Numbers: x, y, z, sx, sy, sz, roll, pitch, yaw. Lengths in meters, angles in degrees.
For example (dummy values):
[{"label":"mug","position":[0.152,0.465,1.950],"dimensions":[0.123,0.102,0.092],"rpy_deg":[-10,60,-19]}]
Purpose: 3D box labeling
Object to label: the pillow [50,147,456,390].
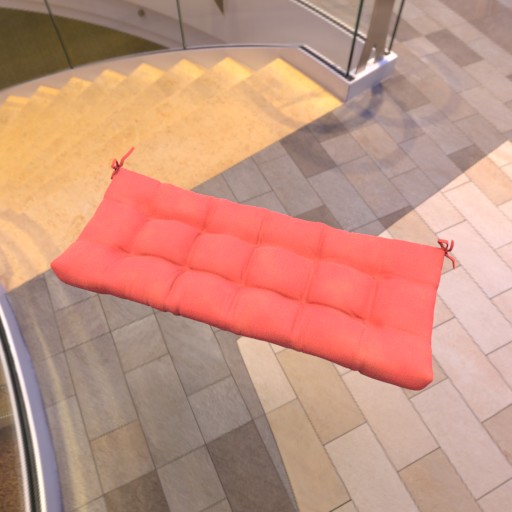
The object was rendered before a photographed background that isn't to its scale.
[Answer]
[{"label":"pillow","position":[0.000,0.000,1.366],"dimensions":[1.194,0.174,0.511],"rpy_deg":[15,59,9]}]
